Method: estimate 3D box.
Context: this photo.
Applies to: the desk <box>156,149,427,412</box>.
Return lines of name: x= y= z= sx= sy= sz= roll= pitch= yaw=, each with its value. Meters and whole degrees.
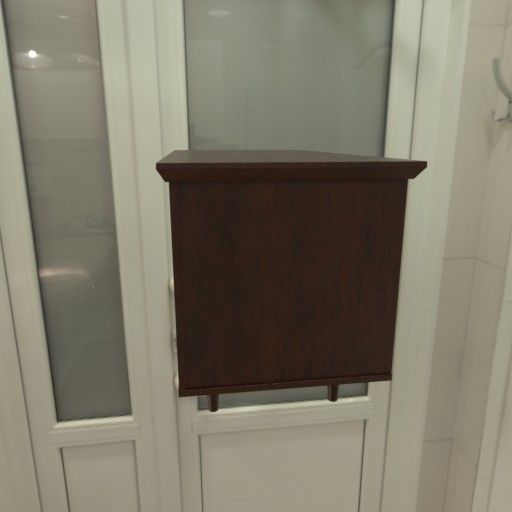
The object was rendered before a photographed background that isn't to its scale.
desk: x=0.000 y=0.000 z=1.683 sx=0.612 sy=0.758 sz=1.277 roll=-2 pitch=15 yaw=-8
